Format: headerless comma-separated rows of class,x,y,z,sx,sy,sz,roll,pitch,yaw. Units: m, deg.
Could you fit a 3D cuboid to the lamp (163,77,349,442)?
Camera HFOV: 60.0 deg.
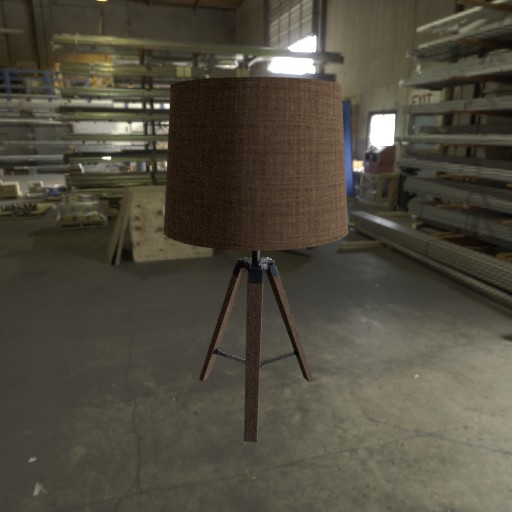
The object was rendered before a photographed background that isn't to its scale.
lamp,0.000,0.000,0.719,0.290,0.514,0.290,0,16,0
